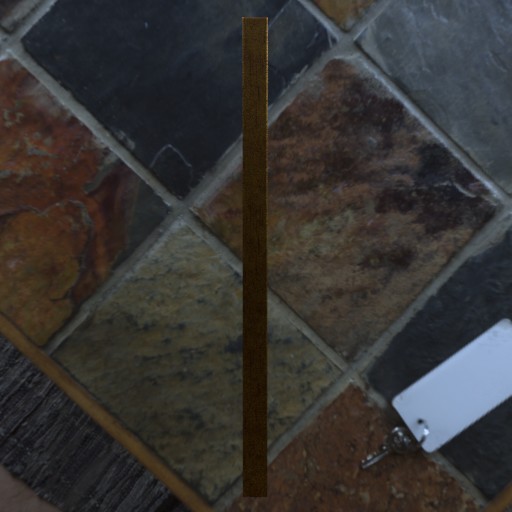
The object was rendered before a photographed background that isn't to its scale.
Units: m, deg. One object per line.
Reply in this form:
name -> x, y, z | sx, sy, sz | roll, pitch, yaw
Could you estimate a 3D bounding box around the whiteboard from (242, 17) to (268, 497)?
whiteboard -> 0.000, 0.000, 0.747 | 0.029, 0.457, 0.561 | 0, 91, 0
